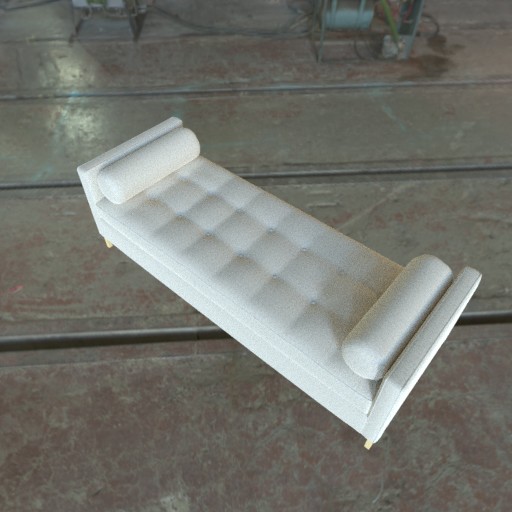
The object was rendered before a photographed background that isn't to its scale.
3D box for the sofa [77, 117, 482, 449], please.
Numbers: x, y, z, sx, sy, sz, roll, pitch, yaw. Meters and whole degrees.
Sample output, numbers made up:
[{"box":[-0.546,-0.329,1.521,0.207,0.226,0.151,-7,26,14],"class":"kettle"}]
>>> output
[{"box":[0.000,0.000,2.379,1.985,0.641,0.746,33,55,26],"class":"sofa"}]
